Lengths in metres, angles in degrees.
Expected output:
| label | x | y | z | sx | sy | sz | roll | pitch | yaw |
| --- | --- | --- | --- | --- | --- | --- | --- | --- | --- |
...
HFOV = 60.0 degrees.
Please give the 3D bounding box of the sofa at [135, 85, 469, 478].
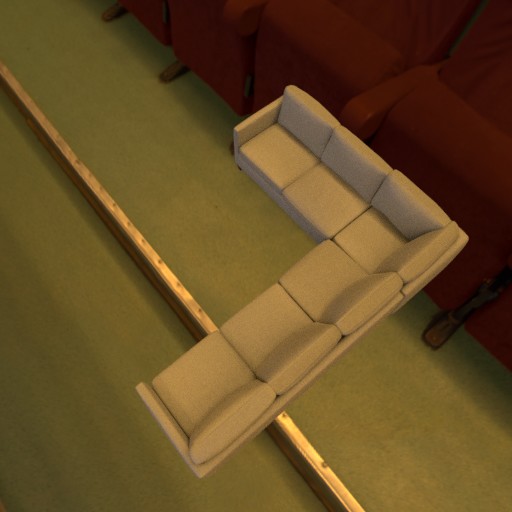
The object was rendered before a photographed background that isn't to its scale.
| label | x | y | z | sx | sy | sz | roll | pitch | yaw |
| --- | --- | --- | --- | --- | --- | --- | --- | --- | --- |
| sofa | 0.000 | 0.000 | 4.458 | 3.301 | 0.947 | 2.592 | -37 | 70 | -16 |
